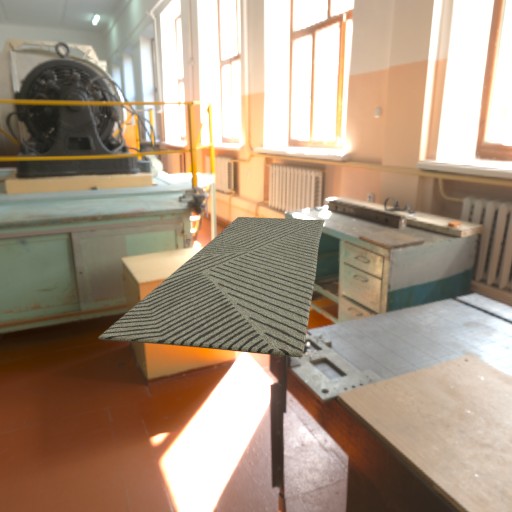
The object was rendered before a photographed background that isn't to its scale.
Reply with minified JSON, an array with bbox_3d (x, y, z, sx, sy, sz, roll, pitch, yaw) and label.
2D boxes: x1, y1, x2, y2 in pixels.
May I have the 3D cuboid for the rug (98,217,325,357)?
[{"bbox_3d":[0.000,0.000,2.754,0.773,0.020,2.439,3,16,10],"label":"rug"}]
